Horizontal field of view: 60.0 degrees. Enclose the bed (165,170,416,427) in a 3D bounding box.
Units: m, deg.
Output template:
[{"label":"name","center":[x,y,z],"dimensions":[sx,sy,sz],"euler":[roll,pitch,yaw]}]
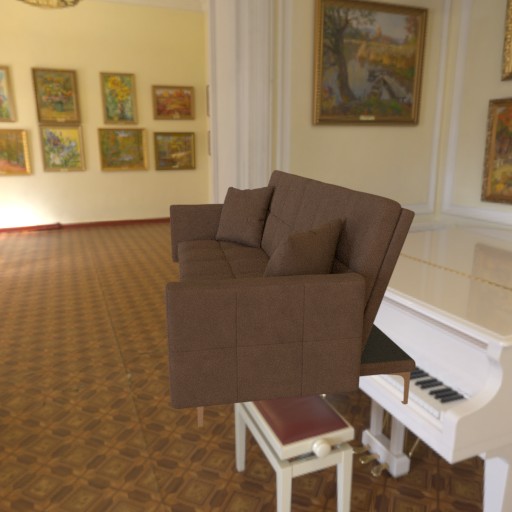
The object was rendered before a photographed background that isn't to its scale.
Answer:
[{"label":"bed","center":[0.000,0.000,2.315],"dimensions":[0.889,0.787,1.905],"euler":[-3,14,-10]}]
